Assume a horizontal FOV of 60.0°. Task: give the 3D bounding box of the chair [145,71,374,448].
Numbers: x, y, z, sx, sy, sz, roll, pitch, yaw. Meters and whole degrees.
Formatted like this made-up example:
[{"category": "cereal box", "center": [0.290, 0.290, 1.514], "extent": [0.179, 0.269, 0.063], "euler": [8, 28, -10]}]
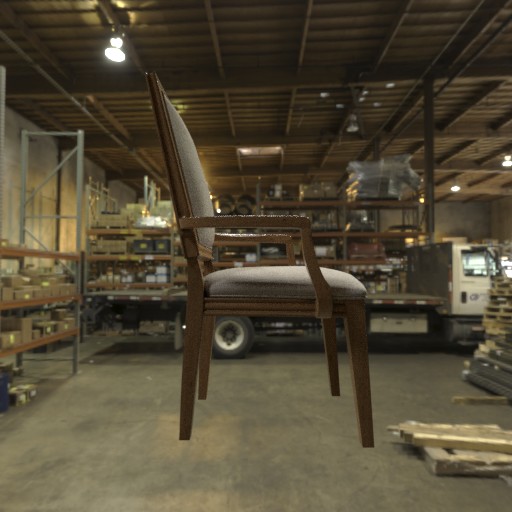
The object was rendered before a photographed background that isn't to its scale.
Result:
[{"category": "chair", "center": [0.000, 0.000, 1.390], "extent": [0.602, 0.990, 0.606], "euler": [0, -2, 0]}]
